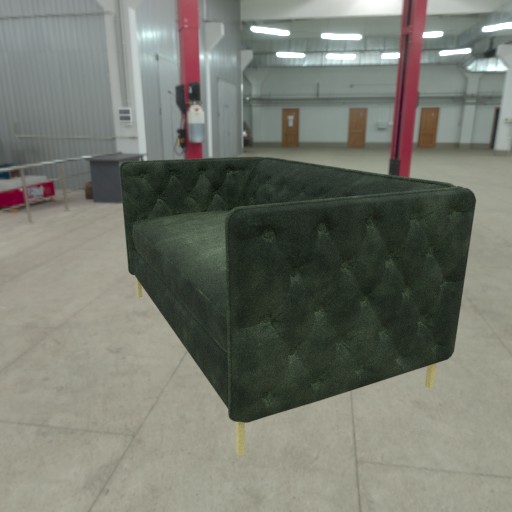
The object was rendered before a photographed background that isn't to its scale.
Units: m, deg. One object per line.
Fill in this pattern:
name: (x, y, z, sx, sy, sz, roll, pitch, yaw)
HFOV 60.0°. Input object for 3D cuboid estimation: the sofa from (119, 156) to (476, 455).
sofa: (0.000, 0.000, 2.010, 0.895, 0.768, 1.537, -8, 19, -25)
